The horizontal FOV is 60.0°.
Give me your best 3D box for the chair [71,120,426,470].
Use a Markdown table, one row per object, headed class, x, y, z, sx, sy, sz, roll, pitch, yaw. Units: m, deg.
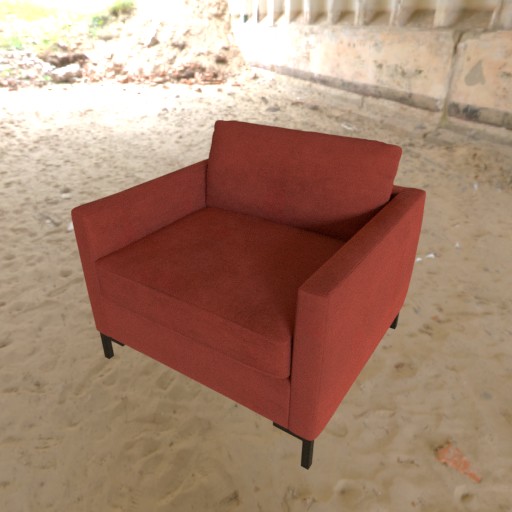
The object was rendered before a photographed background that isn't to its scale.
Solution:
| class | x | y | z | sx | sy | sz | roll | pitch | yaw |
| --- | --- | --- | --- | --- | --- | --- | --- | --- | --- |
| chair | 0.000 | 0.000 | 1.630 | 0.964 | 0.812 | 0.875 | 17 | 33 | 29 |
